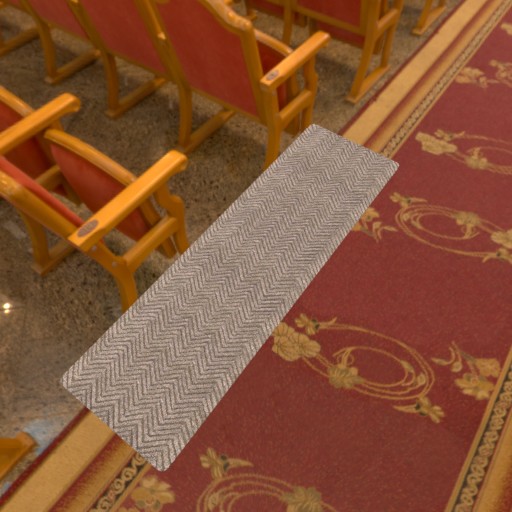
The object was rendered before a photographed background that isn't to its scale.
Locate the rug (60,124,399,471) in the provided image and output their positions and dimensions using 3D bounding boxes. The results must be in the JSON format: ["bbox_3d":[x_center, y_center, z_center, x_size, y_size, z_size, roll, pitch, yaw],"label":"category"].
[{"bbox_3d":[0.000,0.000,2.522,0.686,0.008,2.286,32,62,19],"label":"rug"}]
